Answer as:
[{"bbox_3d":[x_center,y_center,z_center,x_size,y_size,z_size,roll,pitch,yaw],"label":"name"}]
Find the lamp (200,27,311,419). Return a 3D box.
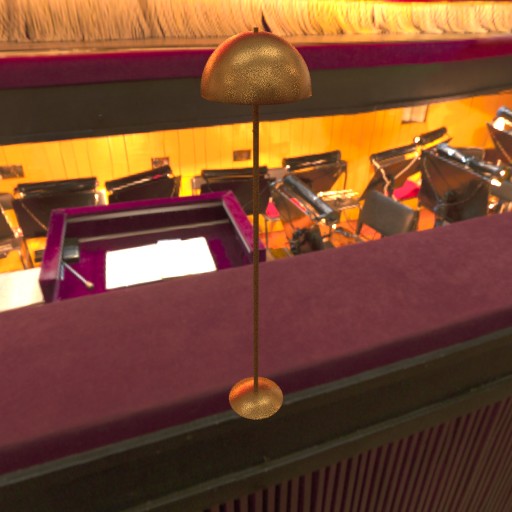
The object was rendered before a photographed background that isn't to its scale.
[{"bbox_3d":[0.000,0.000,1.609,0.328,1.480,0.328,-10,32,-16],"label":"lamp"}]
